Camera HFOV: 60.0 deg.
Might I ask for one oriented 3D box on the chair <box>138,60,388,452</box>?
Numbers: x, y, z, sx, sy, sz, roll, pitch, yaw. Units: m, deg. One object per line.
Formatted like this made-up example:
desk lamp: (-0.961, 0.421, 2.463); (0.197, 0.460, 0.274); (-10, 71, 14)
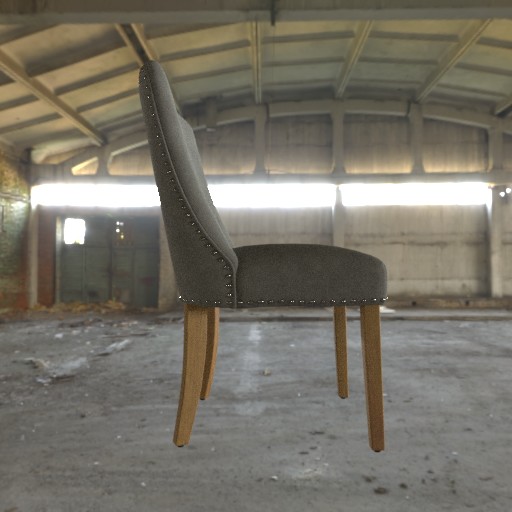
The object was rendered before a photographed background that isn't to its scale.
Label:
chair: (0.000, 0.000, 1.236); (0.610, 0.902, 0.495); (0, -2, 1)
